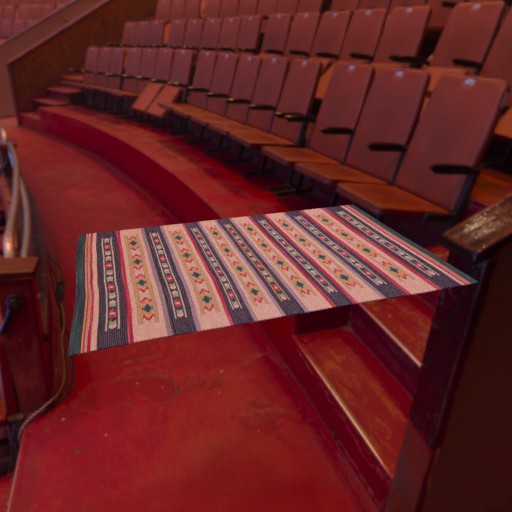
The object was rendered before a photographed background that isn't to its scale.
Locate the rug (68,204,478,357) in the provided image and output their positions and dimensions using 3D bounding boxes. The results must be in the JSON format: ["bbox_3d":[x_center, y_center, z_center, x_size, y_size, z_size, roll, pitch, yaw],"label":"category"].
[{"bbox_3d":[0.000,0.000,2.985,2.311,0.010,1.522,-8,26,-16],"label":"rug"}]
